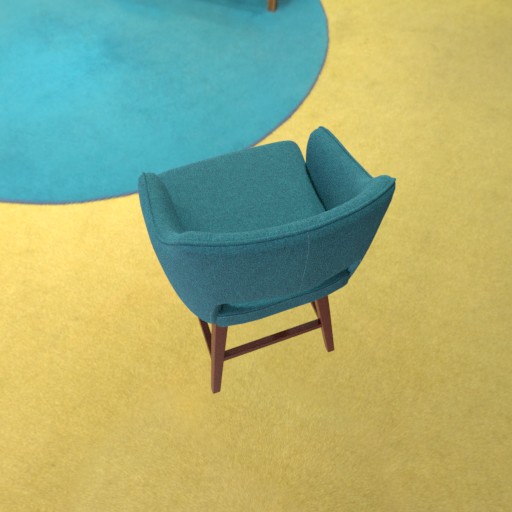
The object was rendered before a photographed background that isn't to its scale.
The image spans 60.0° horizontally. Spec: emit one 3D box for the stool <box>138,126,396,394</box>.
[{"bbox_3d":[0.000,0.000,1.309,0.548,0.961,0.556,-17,59,-11],"label":"stool"}]
